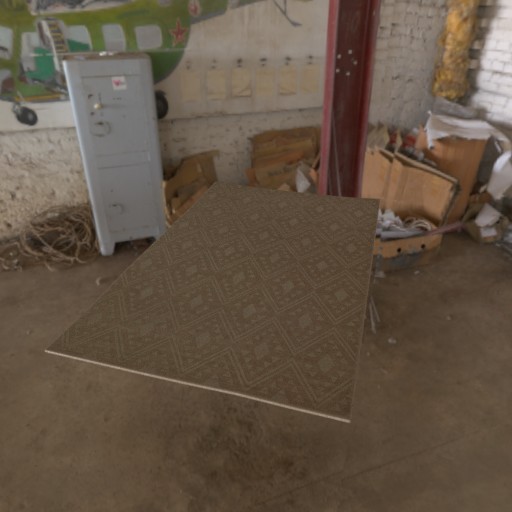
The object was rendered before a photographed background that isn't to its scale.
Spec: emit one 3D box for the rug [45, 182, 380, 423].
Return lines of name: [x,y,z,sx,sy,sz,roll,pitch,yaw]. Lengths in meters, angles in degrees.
rug: [0.000,0.000,3.070,1.553,0.053,2.430,8,31,14]
